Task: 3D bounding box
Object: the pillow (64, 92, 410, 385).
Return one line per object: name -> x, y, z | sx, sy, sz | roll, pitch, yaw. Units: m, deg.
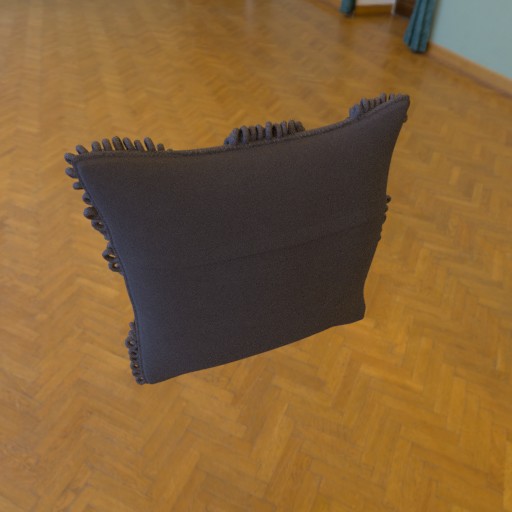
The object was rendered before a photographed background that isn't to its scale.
pillow -> 0.000, 0.000, 0.708 | 0.470, 0.467, 0.172 | -14, 44, -15
